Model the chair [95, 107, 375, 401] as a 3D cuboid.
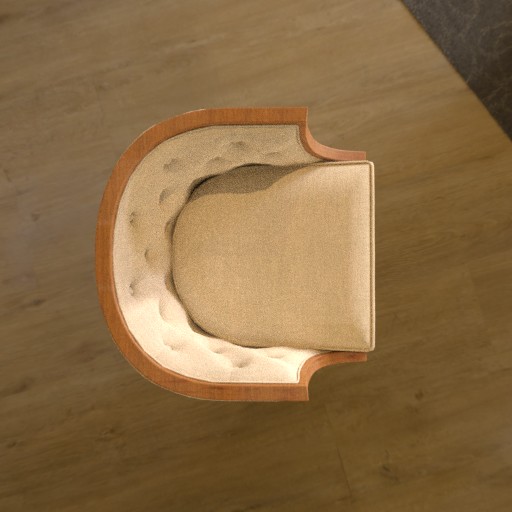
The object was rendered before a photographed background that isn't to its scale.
[{"bbox_3d":[0.000,0.000,1.411,0.757,0.775,0.711,0,89,1],"label":"chair"}]
